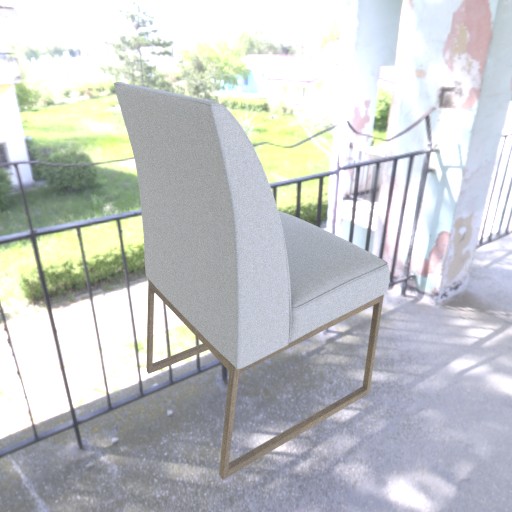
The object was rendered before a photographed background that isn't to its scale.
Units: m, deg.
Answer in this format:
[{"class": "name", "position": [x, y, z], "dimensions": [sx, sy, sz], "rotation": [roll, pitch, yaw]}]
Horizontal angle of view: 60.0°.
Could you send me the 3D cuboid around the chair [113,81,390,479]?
[{"class": "chair", "position": [0.000, 0.000, 1.183], "dimensions": [0.522, 0.863, 0.508], "rotation": [-17, 31, -31]}]
